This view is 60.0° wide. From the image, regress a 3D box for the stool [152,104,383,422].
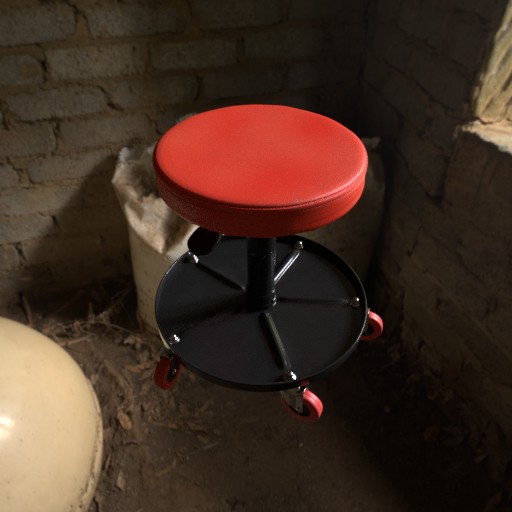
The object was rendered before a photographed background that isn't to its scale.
[{"bbox_3d":[0.000,0.000,0.677,0.381,0.365,0.382,24,46,25],"label":"stool"}]
